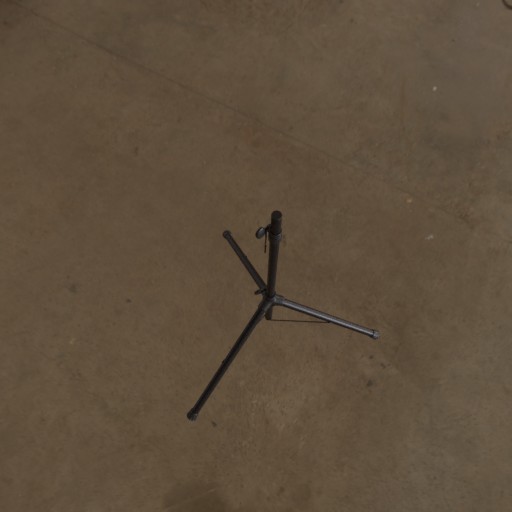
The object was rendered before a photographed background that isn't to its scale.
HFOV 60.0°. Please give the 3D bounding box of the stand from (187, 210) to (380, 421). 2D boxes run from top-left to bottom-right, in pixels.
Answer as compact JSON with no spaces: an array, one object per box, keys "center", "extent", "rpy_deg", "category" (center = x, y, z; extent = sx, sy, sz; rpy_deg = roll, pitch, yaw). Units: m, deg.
[{"center":[0.000,0.000,1.877],"extent":[1.045,1.136,0.907],"rpy_deg":[-20,66,-9],"category":"stand"}]
